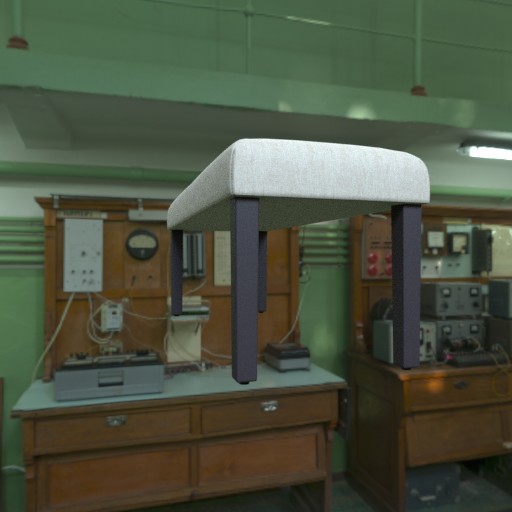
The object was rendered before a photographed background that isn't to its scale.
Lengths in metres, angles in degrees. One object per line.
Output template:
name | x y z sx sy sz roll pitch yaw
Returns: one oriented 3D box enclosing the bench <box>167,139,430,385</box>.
bench | 0.000 0.000 1.291 0.407 0.456 1.013 0 0 -17
